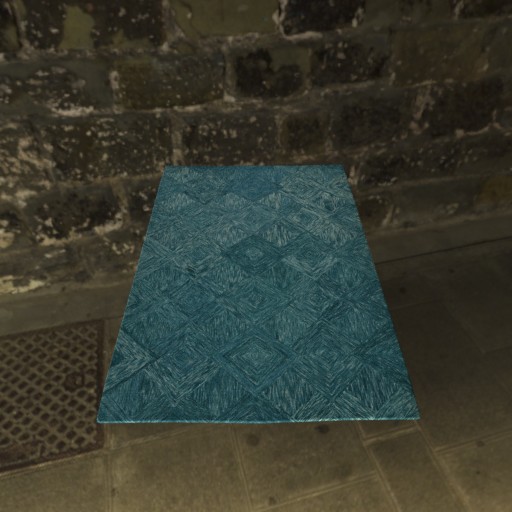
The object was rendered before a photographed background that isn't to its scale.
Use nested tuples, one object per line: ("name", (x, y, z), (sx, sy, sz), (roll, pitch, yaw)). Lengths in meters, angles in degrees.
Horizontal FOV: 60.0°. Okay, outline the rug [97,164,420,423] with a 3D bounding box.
("rug", (0.000, 0.000, 2.174), (1.136, 0.017, 1.728), (0, 42, -1))
